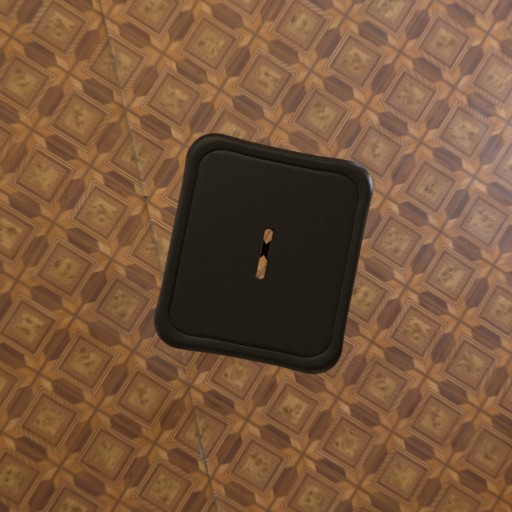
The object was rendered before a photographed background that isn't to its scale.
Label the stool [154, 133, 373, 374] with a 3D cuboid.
[{"bbox_3d":[0.000,0.000,0.888,0.423,0.609,0.455,0,89,-2],"label":"stool"}]
